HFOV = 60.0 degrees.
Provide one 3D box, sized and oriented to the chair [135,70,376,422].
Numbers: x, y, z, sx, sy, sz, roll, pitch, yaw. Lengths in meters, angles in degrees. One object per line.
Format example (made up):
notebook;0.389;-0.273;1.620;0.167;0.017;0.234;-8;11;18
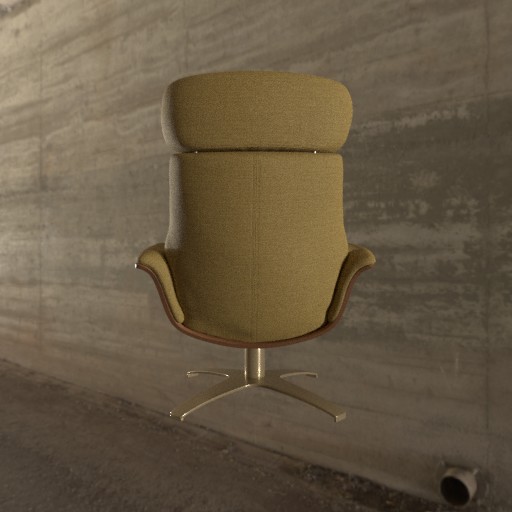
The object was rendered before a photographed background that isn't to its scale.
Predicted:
chair;0.000;0.000;1.563;0.785;0.995;0.837;0;0;0
